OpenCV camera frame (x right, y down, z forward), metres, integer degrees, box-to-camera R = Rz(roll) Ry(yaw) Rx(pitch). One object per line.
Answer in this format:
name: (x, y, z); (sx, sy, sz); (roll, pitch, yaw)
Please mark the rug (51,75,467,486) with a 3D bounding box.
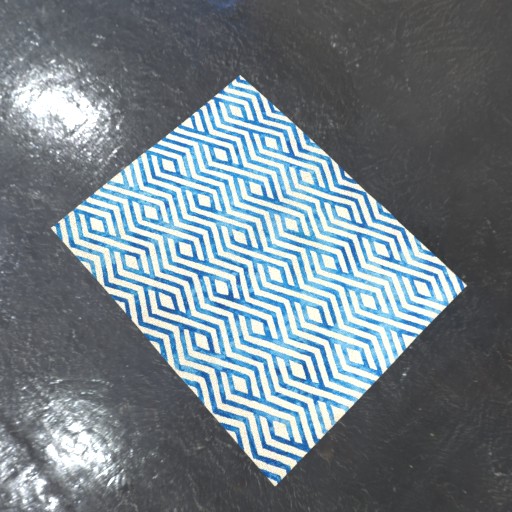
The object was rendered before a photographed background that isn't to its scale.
rug: (0.000, 0.000, 4.129); (2.453, 0.008, 3.059); (-42, 79, -10)
